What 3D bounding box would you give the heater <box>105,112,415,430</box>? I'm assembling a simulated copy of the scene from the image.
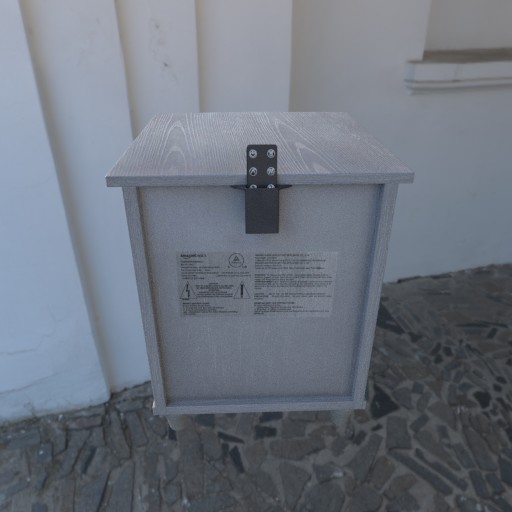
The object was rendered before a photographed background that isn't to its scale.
[{"bbox_3d":[0.000,0.000,0.772,0.362,0.481,0.400,-1,29,-2],"label":"heater"}]
